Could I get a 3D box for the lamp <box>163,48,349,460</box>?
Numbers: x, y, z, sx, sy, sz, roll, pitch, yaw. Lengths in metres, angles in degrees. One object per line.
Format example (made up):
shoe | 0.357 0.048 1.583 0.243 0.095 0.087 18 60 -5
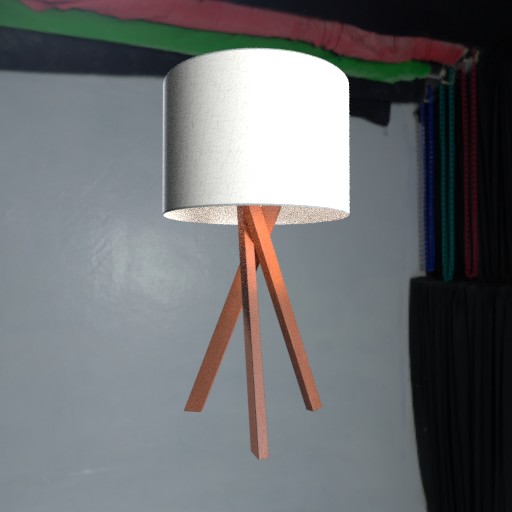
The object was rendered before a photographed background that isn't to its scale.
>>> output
lamp | 0.000 0.000 0.921 0.380 0.686 0.380 0 -1 -18
